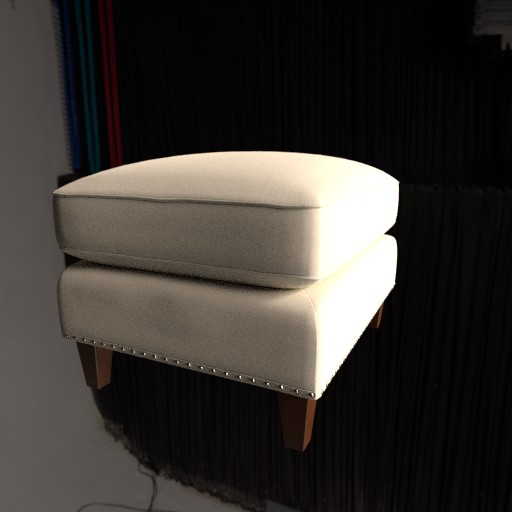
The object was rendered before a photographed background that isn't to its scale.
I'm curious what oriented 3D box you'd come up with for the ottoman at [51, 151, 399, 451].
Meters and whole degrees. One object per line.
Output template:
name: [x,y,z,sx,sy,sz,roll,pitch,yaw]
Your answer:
ottoman: [0.000,0.000,1.118,0.584,0.513,0.741,6,14,26]
